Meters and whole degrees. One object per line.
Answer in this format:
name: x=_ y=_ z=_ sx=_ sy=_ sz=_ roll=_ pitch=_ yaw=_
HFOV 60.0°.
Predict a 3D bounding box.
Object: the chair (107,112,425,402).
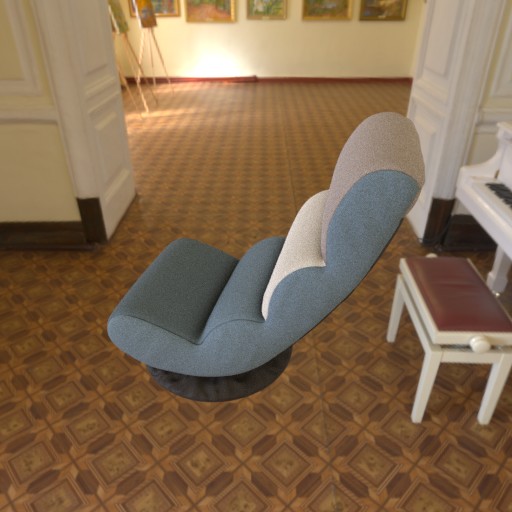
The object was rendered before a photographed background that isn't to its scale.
chair: x=0.000 y=0.000 z=1.077 sx=0.661 sy=0.641 sz=0.420 roll=7 pitch=32 yaw=12
